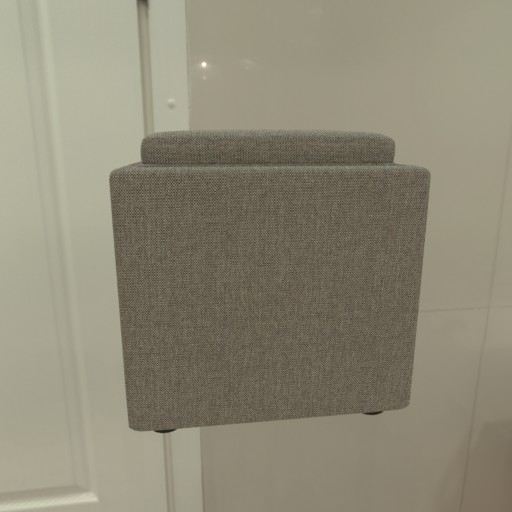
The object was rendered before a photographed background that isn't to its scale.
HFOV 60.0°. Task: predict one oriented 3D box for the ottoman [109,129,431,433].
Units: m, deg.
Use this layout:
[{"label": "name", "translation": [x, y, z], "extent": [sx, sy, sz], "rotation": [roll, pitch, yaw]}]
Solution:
[{"label": "ottoman", "translation": [0.000, 0.000, 0.850], "extent": [0.450, 0.460, 0.450], "rotation": [-2, 14, -8]}]
